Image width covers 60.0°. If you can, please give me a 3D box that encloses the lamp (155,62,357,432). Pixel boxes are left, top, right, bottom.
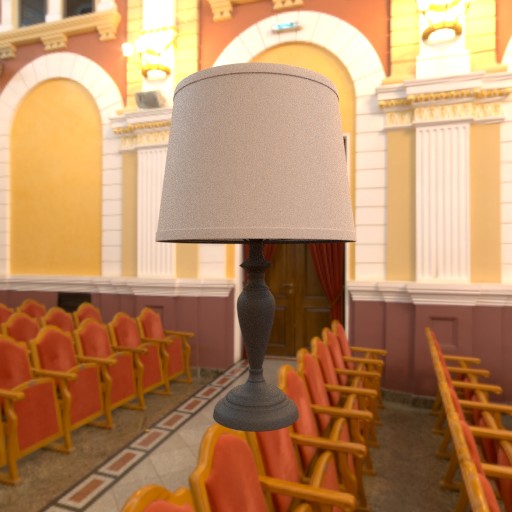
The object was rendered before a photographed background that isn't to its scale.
[{"bbox_3d":[0.000,0.000,0.699,0.310,0.501,0.310,0,0,0],"label":"lamp"}]
